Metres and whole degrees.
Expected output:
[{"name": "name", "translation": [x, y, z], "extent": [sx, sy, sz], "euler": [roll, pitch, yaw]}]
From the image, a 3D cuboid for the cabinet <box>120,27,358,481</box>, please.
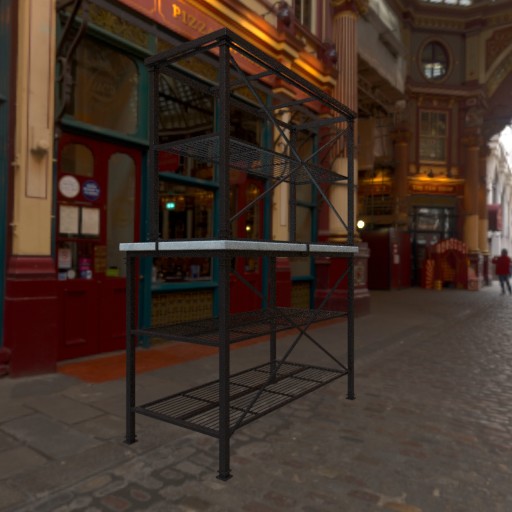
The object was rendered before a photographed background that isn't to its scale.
[{"name": "cabinet", "translation": [0.000, 0.000, 2.260], "extent": [0.610, 1.659, 1.210], "euler": [0, 0, 36]}]
